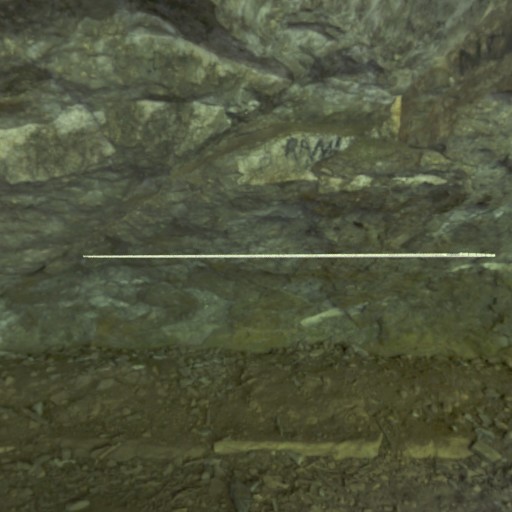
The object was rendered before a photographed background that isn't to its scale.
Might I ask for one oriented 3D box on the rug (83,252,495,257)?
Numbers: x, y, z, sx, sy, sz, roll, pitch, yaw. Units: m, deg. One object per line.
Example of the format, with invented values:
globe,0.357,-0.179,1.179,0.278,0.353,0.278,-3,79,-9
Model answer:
rug,0.000,0.000,2.773,2.544,0.015,0.795,0,0,37
